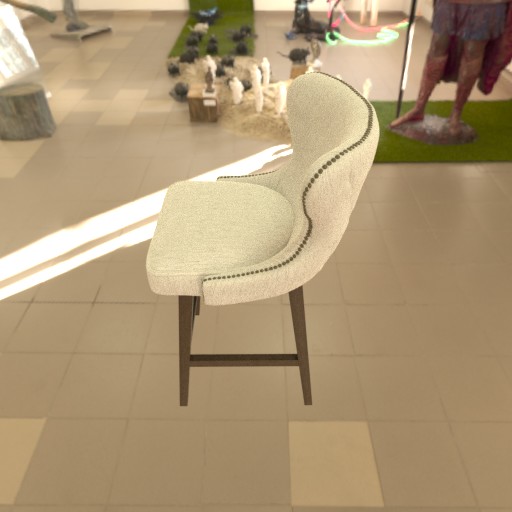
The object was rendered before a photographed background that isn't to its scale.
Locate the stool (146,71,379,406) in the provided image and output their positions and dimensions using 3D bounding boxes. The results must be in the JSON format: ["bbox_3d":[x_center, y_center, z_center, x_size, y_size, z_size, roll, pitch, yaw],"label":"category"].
[{"bbox_3d":[0.000,0.000,1.399,0.597,0.972,0.615,0,39,0],"label":"stool"}]
